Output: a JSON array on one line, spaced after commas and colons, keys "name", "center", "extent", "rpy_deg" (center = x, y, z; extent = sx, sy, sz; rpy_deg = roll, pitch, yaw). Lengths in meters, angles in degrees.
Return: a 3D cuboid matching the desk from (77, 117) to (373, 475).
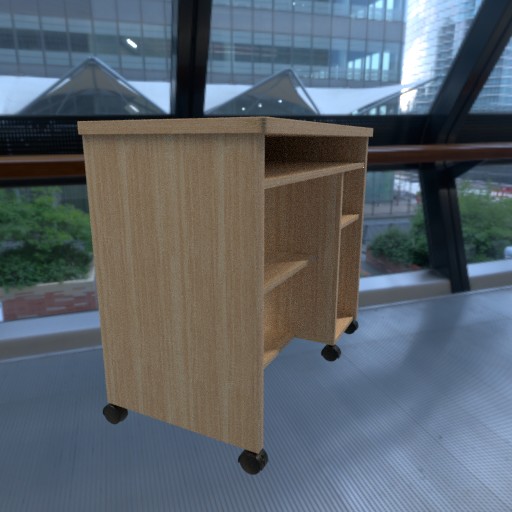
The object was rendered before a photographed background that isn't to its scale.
[{"name": "desk", "center": [0.000, 0.000, 1.367], "extent": [0.480, 0.770, 0.884], "rpy_deg": [7, 16, 26]}]
